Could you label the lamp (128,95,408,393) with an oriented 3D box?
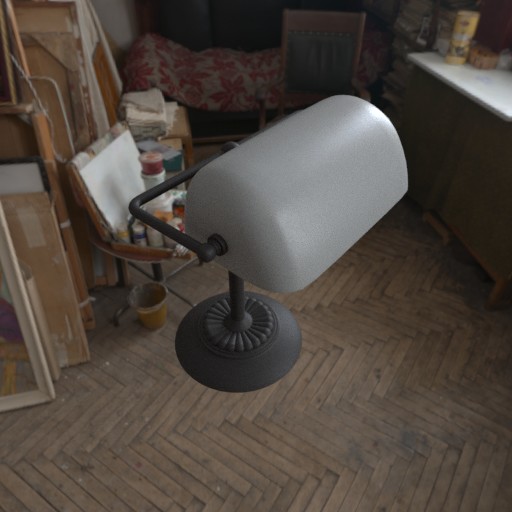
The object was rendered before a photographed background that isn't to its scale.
[{"bbox_3d":[0.000,0.000,0.501,0.243,0.339,0.264,29,48,29],"label":"lamp"}]
